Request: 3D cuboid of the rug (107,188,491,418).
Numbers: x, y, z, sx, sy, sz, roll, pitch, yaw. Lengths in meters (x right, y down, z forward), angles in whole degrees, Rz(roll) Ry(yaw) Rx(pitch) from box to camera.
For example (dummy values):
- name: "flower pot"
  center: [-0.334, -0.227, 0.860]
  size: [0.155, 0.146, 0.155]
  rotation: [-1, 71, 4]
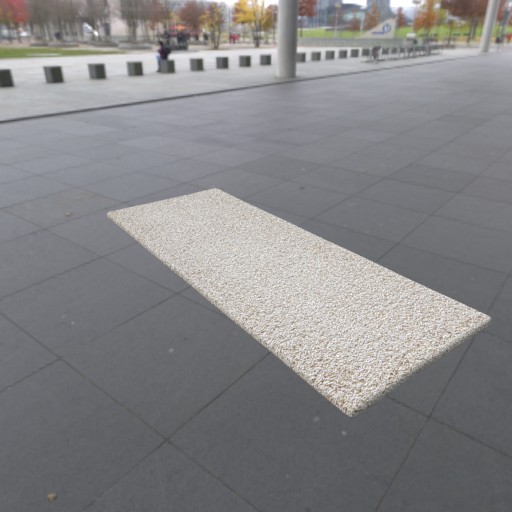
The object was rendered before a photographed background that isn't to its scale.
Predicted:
- name: "rug"
  center: [0.000, 0.000, 1.691]
  size: [0.609, 0.030, 1.524]
  rotation: [-19, 32, -32]
